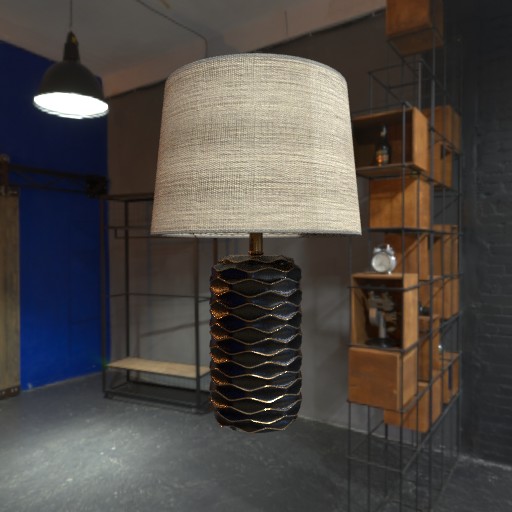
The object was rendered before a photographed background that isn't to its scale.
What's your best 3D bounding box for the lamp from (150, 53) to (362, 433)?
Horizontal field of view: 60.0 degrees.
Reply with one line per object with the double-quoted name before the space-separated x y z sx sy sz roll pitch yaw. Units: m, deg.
"lamp" 0.000 0.000 0.811 0.376 0.594 0.376 0 1 0
